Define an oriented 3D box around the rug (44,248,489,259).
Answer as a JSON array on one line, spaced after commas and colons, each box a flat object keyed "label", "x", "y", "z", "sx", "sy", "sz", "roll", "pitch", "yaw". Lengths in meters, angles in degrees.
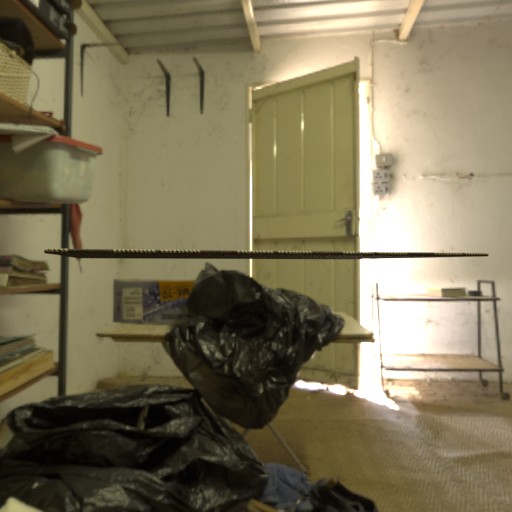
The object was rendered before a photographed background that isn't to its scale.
[{"label": "rug", "x": 0.000, "y": 0.000, "z": 2.299, "sx": 1.833, "sy": 0.016, "sz": 1.210, "roll": 0, "pitch": -1, "yaw": -17}]
